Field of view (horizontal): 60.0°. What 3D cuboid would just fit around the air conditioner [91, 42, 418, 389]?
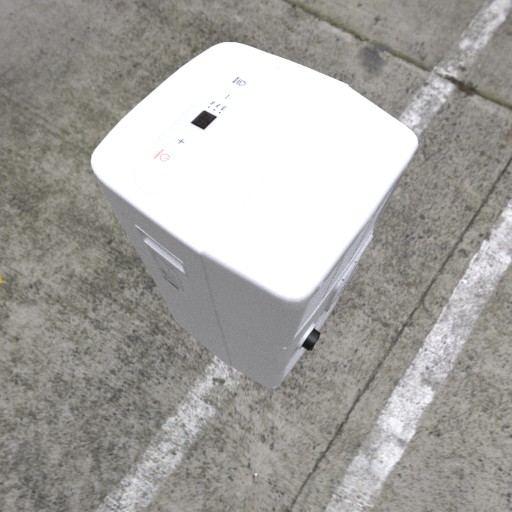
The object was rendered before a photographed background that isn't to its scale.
[{"bbox_3d":[0.000,0.000,0.800,0.349,0.606,0.304,33,68,15],"label":"air conditioner"}]
